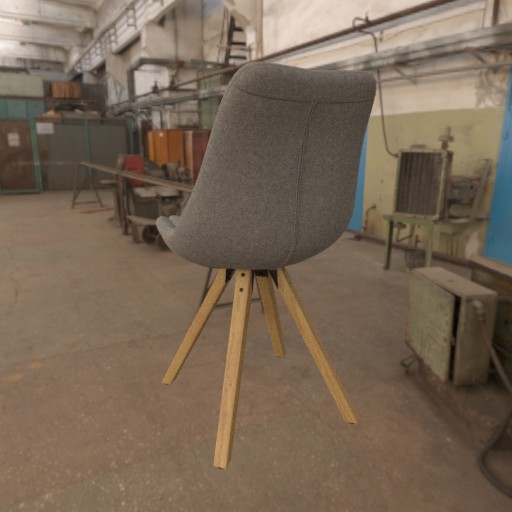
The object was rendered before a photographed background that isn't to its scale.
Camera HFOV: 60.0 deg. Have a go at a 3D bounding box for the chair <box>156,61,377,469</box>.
[{"bbox_3d":[0.000,0.000,1.174,0.483,0.865,0.550,-7,16,-26],"label":"chair"}]
